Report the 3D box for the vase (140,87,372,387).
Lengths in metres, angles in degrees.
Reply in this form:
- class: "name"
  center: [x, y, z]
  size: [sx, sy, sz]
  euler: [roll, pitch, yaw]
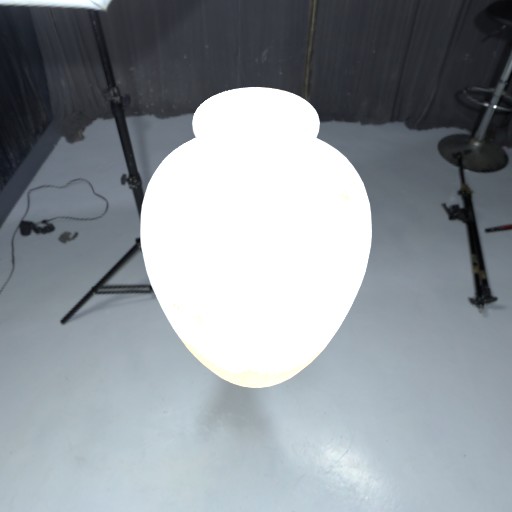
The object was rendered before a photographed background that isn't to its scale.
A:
- class: "vase"
  center: [0.000, 0.000, 0.330]
  size: [0.158, 0.228, 0.158]
  euler: [0, 47, 0]
